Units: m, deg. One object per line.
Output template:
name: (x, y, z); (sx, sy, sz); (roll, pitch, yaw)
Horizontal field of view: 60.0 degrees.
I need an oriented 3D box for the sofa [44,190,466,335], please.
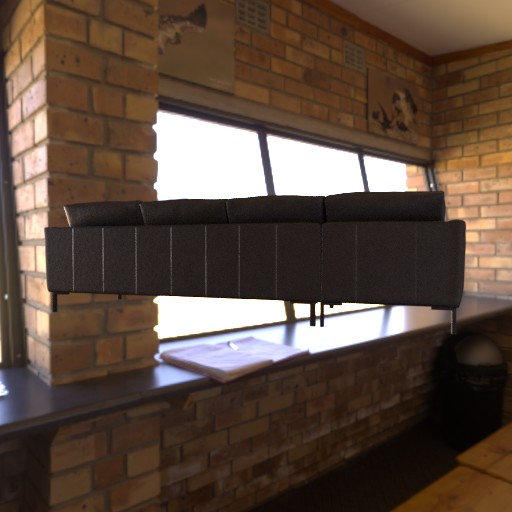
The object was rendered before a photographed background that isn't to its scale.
sofa: (0.000, 0.000, 3.665); (2.993, 0.859, 1.471); (0, 1, 18)
